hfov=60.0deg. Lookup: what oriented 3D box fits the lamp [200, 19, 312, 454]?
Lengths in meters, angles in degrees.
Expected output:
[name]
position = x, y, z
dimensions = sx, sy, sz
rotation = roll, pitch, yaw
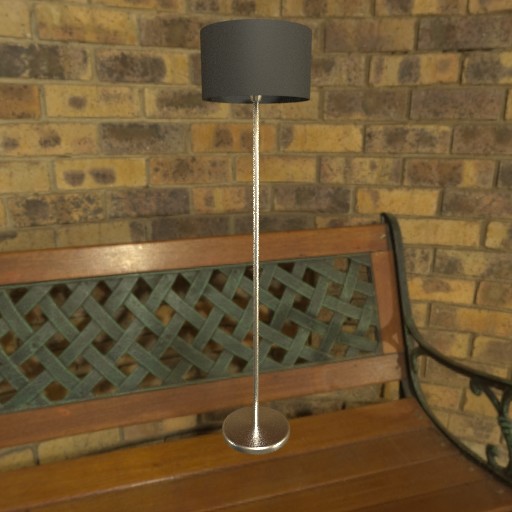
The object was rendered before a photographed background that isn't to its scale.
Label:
[lamp]
position = 0.000, 0.000, 1.573
dimensions = 0.348, 1.443, 0.348
rotation = 14, 21, 42
